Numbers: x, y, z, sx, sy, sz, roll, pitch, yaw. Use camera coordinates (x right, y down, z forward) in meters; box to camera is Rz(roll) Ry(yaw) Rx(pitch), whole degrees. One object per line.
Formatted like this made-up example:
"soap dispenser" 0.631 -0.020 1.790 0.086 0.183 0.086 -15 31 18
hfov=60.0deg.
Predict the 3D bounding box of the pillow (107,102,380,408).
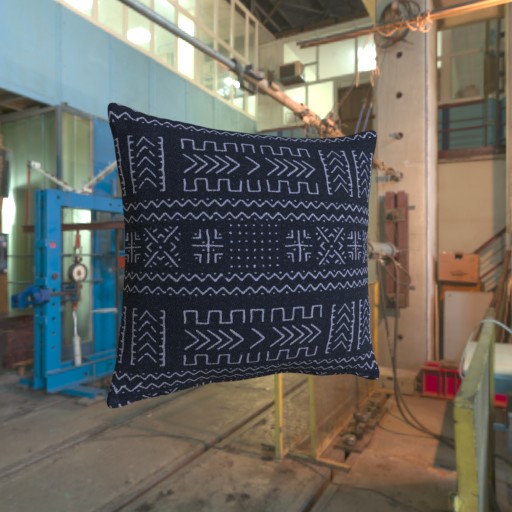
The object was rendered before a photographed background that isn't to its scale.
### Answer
"pillow" 0.000 0.000 0.686 0.438 0.430 0.164 0 0 -17
